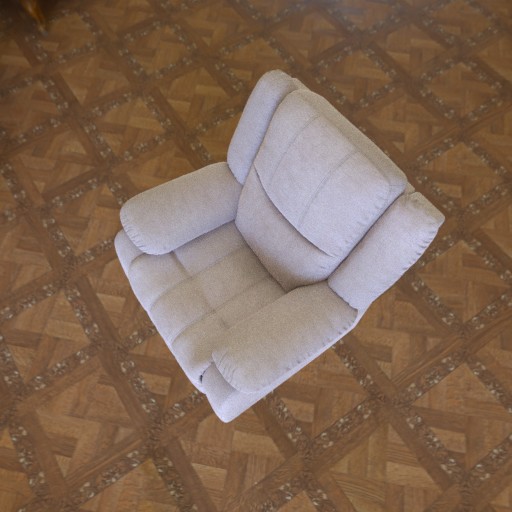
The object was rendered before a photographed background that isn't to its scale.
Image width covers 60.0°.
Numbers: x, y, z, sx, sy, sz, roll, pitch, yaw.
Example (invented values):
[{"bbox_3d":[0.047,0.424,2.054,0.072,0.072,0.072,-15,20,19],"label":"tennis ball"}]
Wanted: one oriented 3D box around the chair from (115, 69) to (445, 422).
[{"bbox_3d":[0.000,0.000,1.762,0.944,1.008,0.899,-33,67,-15],"label":"chair"}]
